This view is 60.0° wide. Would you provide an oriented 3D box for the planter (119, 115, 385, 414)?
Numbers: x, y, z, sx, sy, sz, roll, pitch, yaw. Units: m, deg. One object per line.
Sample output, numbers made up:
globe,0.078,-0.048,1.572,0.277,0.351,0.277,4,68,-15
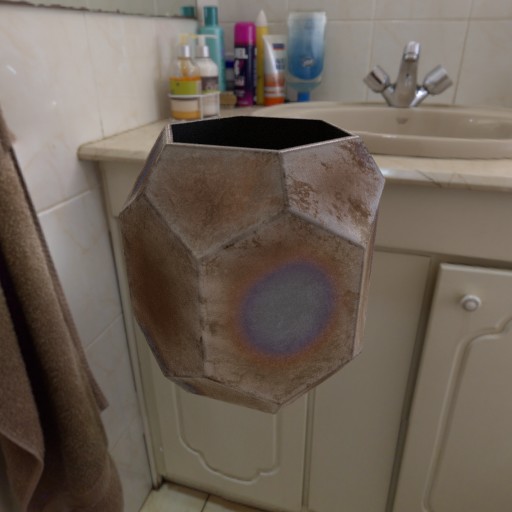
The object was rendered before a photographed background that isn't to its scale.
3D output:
planter,0.000,0.000,0.428,0.221,0.238,0.243,8,27,17
